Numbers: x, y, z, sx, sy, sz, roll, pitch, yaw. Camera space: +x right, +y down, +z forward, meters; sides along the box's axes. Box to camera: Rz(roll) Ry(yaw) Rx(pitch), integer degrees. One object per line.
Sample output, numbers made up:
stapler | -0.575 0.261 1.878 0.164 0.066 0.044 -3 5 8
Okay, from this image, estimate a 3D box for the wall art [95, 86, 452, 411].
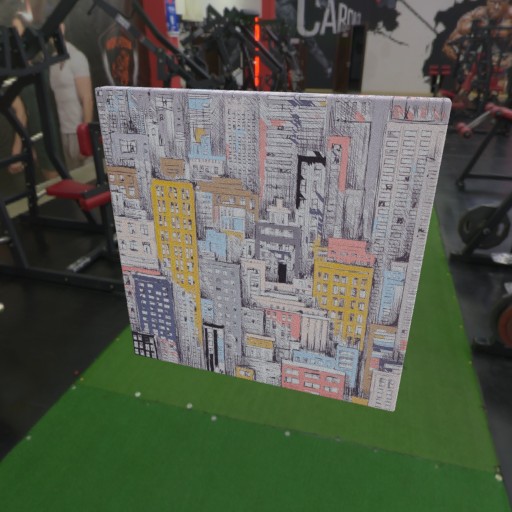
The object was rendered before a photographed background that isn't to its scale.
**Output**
wall art | 0.000 0.000 1.094 0.761 0.762 0.048 8 27 16
